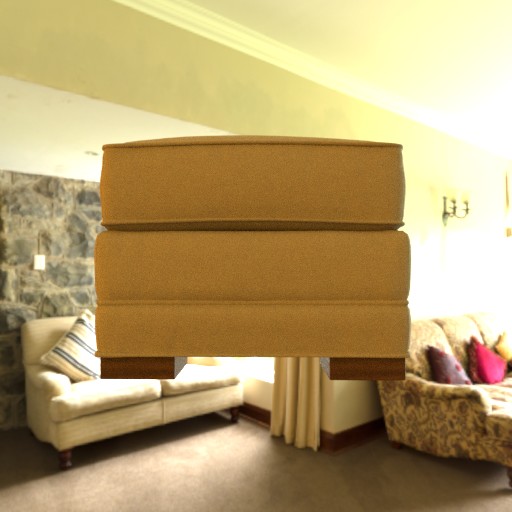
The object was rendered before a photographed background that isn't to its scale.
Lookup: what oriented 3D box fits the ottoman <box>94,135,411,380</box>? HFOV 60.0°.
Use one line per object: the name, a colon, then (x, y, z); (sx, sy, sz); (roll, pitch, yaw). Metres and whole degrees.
ottoman: (0.000, 0.000, 1.223); (0.611, 0.482, 0.848); (0, -2, 1)
